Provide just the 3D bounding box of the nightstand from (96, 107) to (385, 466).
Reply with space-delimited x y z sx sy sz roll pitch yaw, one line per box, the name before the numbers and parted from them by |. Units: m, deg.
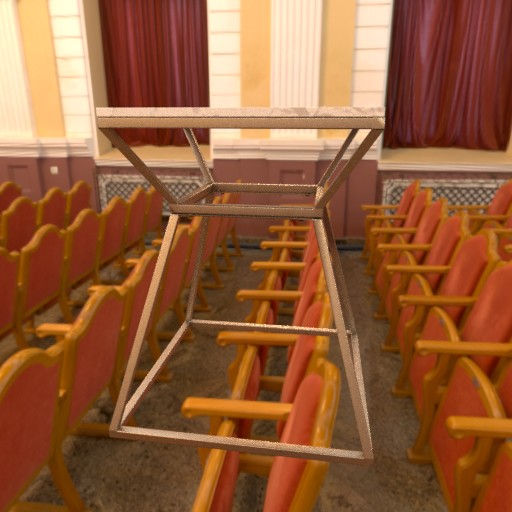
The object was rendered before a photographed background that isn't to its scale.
nightstand | 0.000 0.000 0.882 0.455 0.554 0.455 3 18 8
